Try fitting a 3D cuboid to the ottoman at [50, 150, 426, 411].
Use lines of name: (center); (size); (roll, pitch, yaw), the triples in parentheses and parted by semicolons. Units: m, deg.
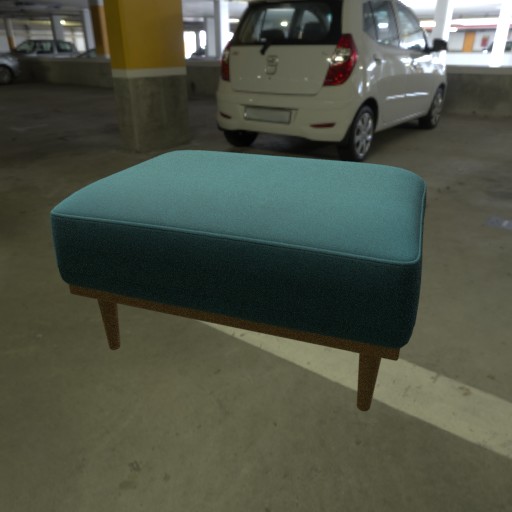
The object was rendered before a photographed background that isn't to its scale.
ottoman: (0.000, 0.000, 1.085); (0.749, 0.428, 0.549); (9, 27, 18)
